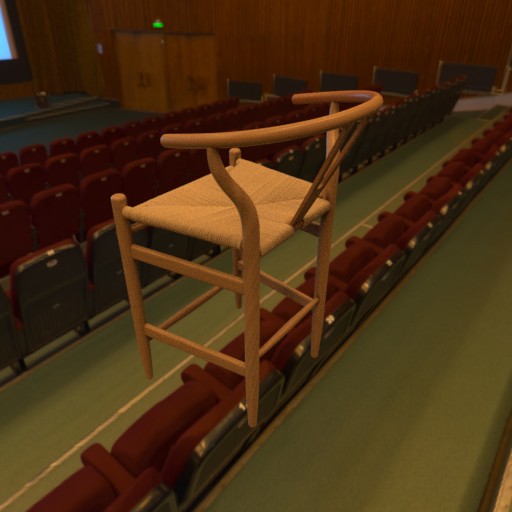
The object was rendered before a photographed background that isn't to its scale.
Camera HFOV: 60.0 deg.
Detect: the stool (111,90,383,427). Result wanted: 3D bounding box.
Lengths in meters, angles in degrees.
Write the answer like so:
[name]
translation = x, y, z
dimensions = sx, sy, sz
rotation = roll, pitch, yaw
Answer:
[stool]
translation = 0.000, 0.000, 1.283
dimensions = 0.575, 0.923, 0.536
rotation = 21, 37, 31
